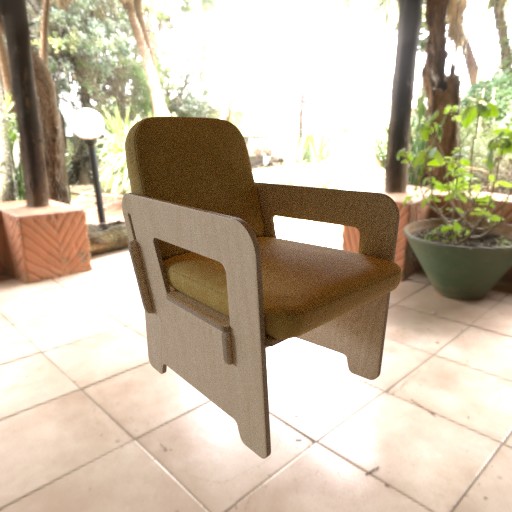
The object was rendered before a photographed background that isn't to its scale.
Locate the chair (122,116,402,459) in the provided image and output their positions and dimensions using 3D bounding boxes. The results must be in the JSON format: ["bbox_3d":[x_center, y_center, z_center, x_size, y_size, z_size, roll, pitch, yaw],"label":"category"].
[{"bbox_3d":[0.000,0.000,1.312,0.590,0.800,0.710,-15,21,-43],"label":"chair"}]
